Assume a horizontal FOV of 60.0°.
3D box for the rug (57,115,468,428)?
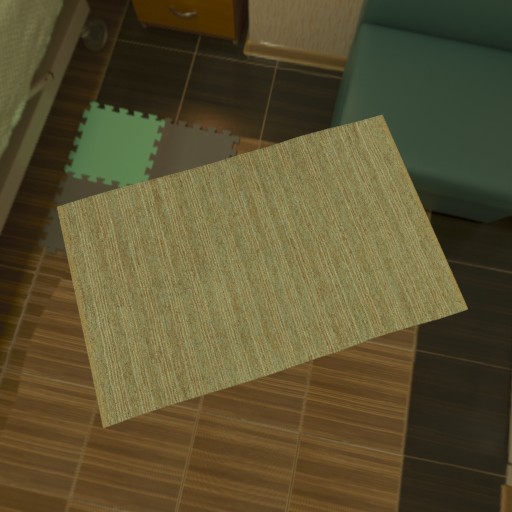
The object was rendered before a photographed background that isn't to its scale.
[{"bbox_3d":[0.000,0.000,3.015,2.448,0.012,1.540,-17,75,-5],"label":"rug"}]
